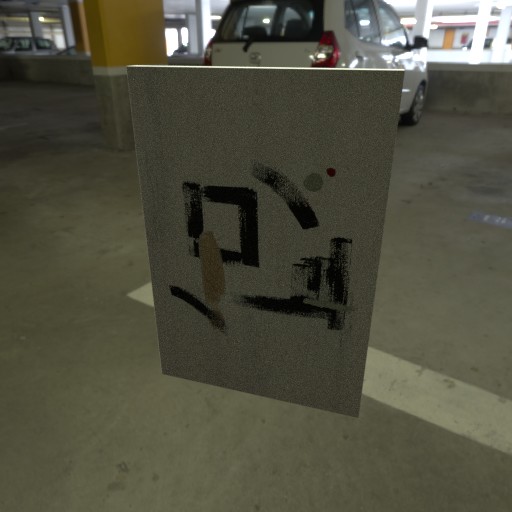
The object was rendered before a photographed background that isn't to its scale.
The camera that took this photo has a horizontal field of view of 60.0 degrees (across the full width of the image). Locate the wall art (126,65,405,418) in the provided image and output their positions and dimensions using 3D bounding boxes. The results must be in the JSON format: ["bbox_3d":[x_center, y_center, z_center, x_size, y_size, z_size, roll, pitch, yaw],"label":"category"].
[{"bbox_3d":[0.000,0.000,1.167,0.624,0.914,0.043,8,27,16],"label":"wall art"}]
